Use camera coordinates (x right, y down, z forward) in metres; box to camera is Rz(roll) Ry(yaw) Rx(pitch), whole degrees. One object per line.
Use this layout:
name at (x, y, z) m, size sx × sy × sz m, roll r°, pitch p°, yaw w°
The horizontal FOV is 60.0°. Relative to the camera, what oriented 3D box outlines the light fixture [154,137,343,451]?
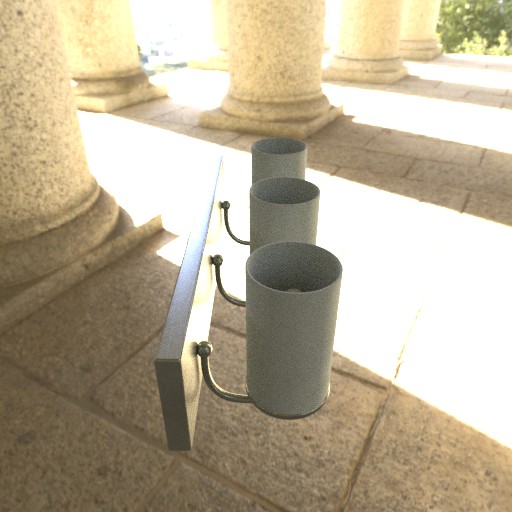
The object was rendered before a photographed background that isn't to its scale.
light fixture at (0.000, 0.000, 0.536) m, size 0.145 × 0.172 × 0.451 m, roll 0°, pitch 32°, yaw 0°
